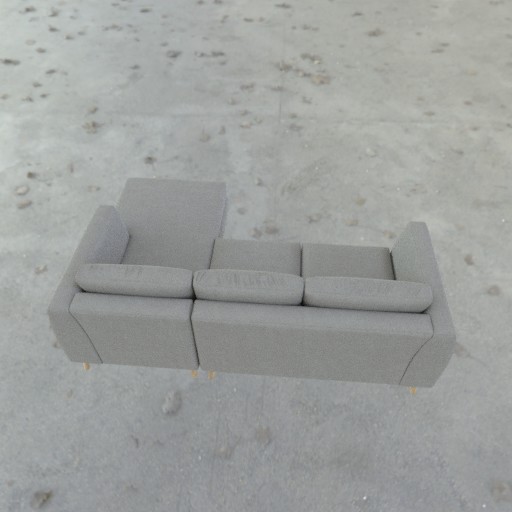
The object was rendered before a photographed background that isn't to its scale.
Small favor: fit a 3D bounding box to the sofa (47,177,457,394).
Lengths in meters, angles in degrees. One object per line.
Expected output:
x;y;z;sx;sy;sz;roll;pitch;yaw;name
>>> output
0.000;0.000;3.104;2.300;0.860;1.580;3;47;3;sofa
